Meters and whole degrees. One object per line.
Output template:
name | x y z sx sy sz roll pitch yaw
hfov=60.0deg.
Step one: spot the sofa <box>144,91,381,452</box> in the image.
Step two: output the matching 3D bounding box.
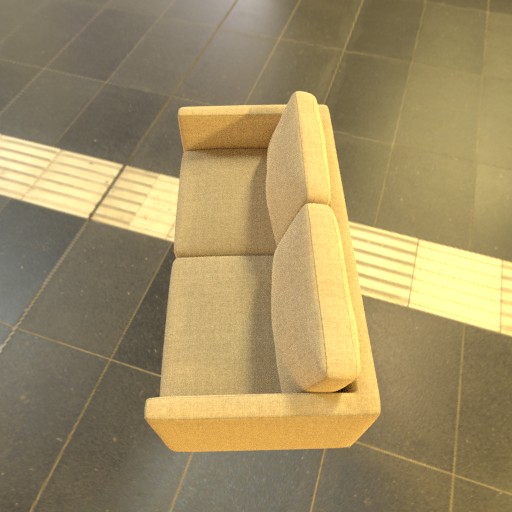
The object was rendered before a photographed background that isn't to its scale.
sofa | 0.000 0.000 2.437 0.950 0.963 1.884 -1 57 -1
